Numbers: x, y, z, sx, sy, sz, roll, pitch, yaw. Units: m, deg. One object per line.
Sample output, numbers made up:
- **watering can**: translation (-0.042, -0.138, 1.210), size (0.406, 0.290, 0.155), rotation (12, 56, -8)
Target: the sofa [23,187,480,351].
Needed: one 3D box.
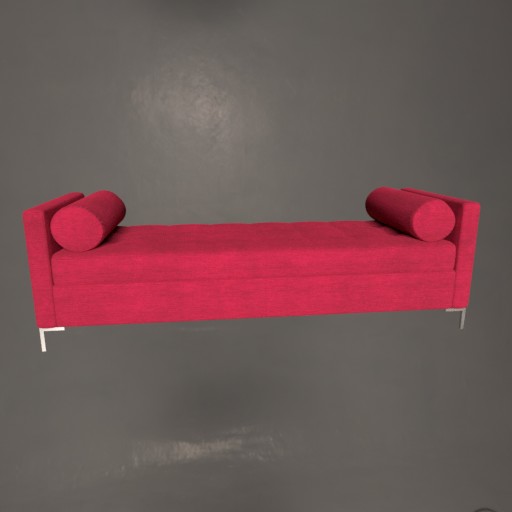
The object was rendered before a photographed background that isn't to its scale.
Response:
- **sofa**: translation (0.000, 0.000, 2.290), size (1.981, 0.635, 0.686), rotation (-2, 14, -7)
